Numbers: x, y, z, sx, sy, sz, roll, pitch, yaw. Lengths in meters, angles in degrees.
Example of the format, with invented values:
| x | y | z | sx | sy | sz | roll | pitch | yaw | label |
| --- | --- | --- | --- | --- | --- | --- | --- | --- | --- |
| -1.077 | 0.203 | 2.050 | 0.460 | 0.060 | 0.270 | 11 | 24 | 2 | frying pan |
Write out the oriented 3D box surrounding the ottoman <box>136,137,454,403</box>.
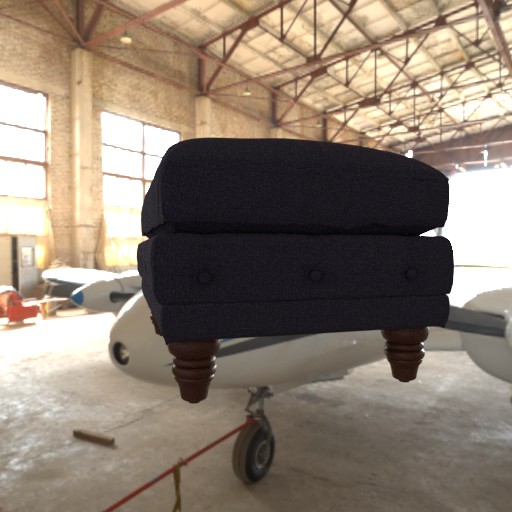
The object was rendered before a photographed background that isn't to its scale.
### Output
| x | y | z | sx | sy | sz | roll | pitch | yaw | label |
| --- | --- | --- | --- | --- | --- | --- | --- | --- | --- |
| 0.000 | 0.000 | 1.109 | 0.558 | 0.486 | 0.767 | 0 | 1 | -17 | ottoman |
